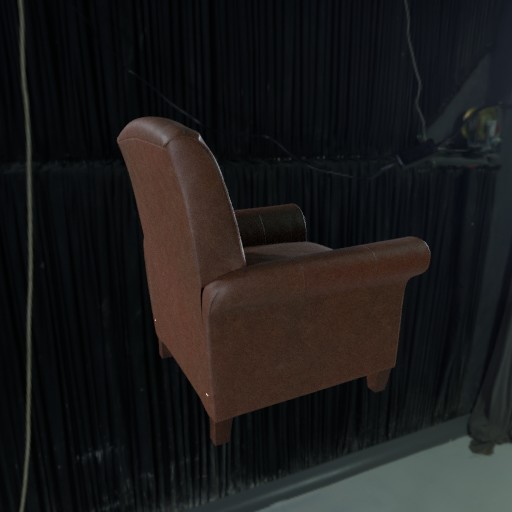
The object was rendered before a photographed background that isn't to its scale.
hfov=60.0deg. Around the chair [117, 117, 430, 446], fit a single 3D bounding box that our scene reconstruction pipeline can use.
[{"bbox_3d":[0.000,0.000,1.789,0.902,1.061,0.978,-8,18,-26],"label":"chair"}]
